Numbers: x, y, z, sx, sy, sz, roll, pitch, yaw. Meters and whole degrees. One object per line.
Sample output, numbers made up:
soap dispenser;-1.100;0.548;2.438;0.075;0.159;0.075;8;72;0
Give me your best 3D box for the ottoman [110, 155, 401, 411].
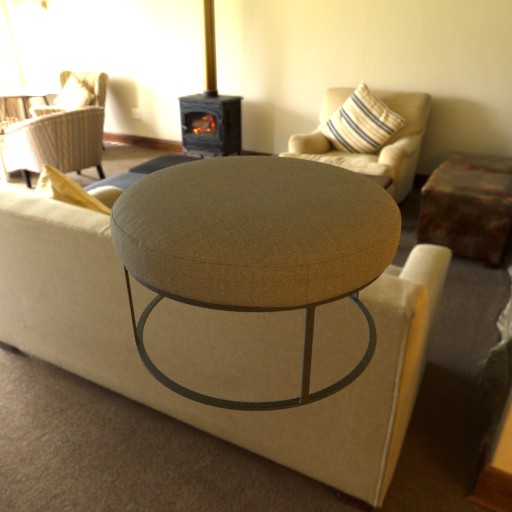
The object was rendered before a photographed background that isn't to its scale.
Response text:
ottoman;0.000;0.000;1.279;0.772;0.460;0.772;0;27;0
